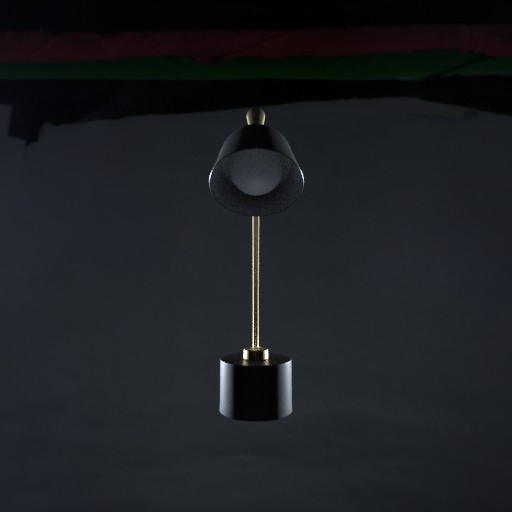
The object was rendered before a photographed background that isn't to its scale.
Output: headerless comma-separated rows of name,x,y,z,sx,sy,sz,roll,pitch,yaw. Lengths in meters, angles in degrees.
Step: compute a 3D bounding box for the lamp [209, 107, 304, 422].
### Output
lamp,0.000,0.000,0.627,0.110,0.464,0.352,0,-2,0
